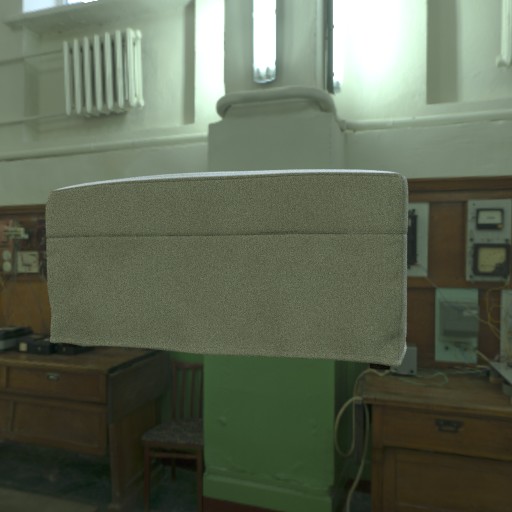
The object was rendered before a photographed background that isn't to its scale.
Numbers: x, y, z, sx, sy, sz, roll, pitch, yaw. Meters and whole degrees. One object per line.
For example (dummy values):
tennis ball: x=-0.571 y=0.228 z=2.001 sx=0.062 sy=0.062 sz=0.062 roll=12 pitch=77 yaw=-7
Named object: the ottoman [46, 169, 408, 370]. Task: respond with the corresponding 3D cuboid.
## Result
ottoman: x=0.000 y=0.000 z=1.332 sx=0.843 sy=0.441 sz=0.842 roll=0 pitch=0 yaw=17
